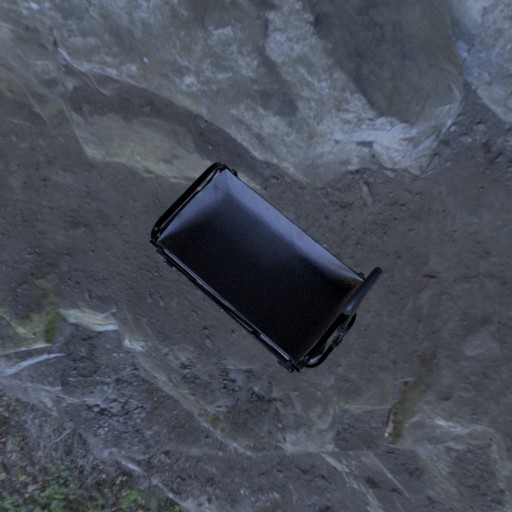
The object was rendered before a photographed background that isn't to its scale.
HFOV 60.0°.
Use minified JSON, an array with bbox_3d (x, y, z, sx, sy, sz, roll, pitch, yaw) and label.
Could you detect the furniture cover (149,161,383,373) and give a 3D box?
[{"bbox_3d":[0.000,0.000,1.830,1.038,1.295,0.532,40,79,9],"label":"furniture cover"}]
